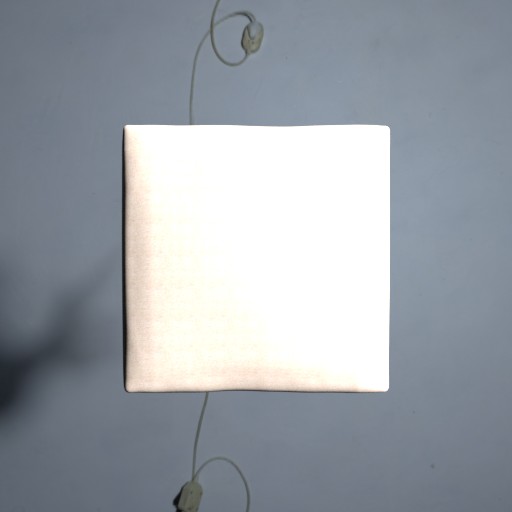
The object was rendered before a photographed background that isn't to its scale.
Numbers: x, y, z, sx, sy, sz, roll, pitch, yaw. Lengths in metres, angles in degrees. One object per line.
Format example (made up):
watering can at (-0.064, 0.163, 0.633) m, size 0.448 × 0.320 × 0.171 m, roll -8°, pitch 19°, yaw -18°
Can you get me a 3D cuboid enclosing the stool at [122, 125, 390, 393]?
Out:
stool at (0.000, 0.000, 0.958) m, size 0.382 × 0.768 × 0.383 m, roll 0°, pitch 91°, yaw 0°
